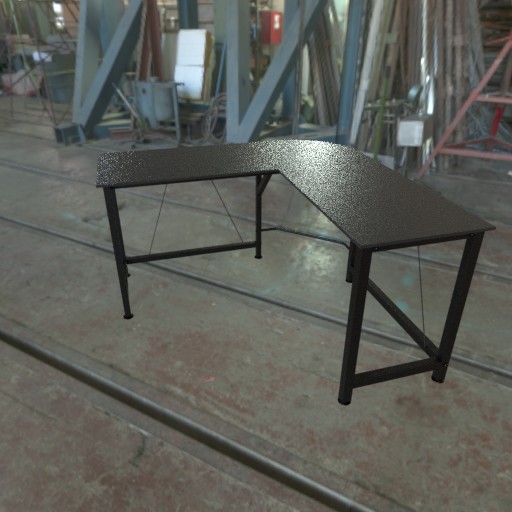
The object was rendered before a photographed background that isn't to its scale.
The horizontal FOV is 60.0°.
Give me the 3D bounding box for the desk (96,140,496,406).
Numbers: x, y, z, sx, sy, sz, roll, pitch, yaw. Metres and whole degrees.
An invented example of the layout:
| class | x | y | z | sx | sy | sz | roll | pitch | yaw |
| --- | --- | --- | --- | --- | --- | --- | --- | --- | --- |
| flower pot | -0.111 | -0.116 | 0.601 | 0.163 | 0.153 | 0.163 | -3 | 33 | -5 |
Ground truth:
| class | x | y | z | sx | sy | sz | roll | pitch | yaw |
| --- | --- | --- | --- | --- | --- | --- | --- | --- | --- |
| desk | 0.000 | 0.000 | 2.200 | 1.400 | 0.762 | 1.400 | -8 | 30 | -14 |
